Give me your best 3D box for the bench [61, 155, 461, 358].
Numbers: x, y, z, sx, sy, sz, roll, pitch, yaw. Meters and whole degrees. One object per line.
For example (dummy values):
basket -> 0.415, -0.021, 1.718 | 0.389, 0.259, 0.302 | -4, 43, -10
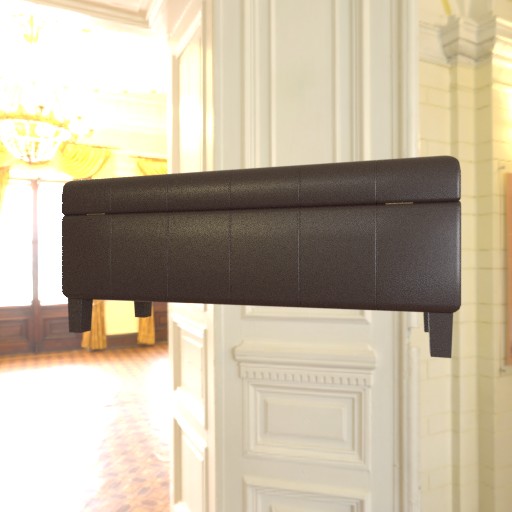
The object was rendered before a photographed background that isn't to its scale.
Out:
bench -> 0.000, 0.000, 1.343 | 1.092, 0.457, 0.429 | 0, 0, 19
